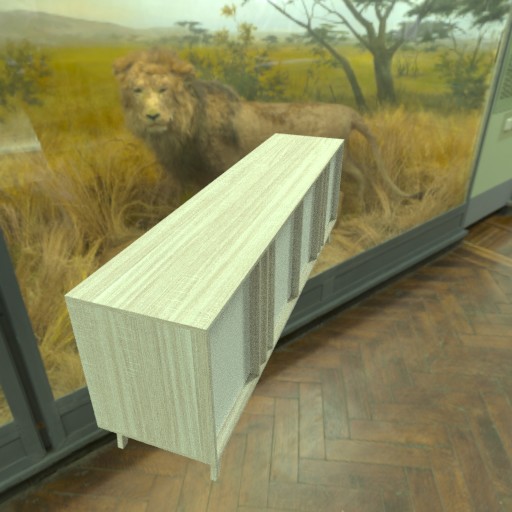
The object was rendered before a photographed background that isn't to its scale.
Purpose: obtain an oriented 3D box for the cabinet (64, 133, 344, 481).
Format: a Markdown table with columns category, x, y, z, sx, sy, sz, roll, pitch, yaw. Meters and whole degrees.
| category | x | y | z | sx | sy | sz | roll | pitch | yaw |
| --- | --- | --- | --- | --- | --- | --- | --- | --- | --- |
| cabinet | 0.000 | 0.000 | 2.430 | 0.500 | 0.780 | 2.200 | 10 | 31 | 17 |
